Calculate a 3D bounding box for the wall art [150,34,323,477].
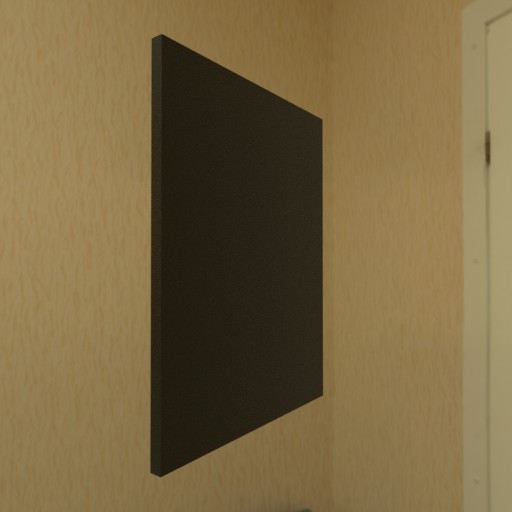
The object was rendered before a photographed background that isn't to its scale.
[{"bbox_3d":[0.000,0.000,1.394,0.038,1.062,0.806,-1,-1,37],"label":"wall art"}]
